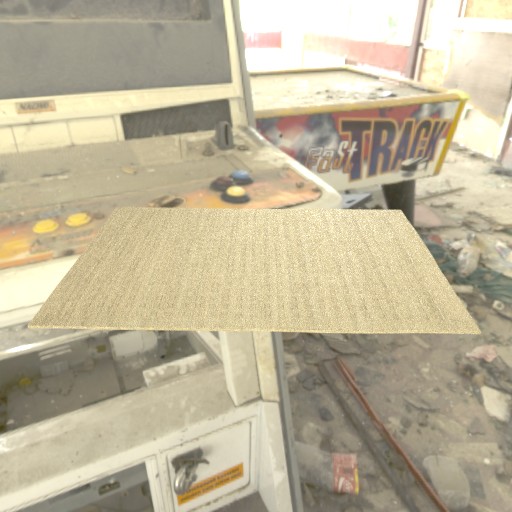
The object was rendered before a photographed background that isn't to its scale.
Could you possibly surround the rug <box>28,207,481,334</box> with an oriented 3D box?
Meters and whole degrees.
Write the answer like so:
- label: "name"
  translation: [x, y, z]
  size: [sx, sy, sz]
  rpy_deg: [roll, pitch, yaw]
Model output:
- label: "rug"
  translation: [0.000, 0.000, 2.896]
  size: [2.297, 0.018, 1.532]
  rpy_deg: [1, 29, 1]
